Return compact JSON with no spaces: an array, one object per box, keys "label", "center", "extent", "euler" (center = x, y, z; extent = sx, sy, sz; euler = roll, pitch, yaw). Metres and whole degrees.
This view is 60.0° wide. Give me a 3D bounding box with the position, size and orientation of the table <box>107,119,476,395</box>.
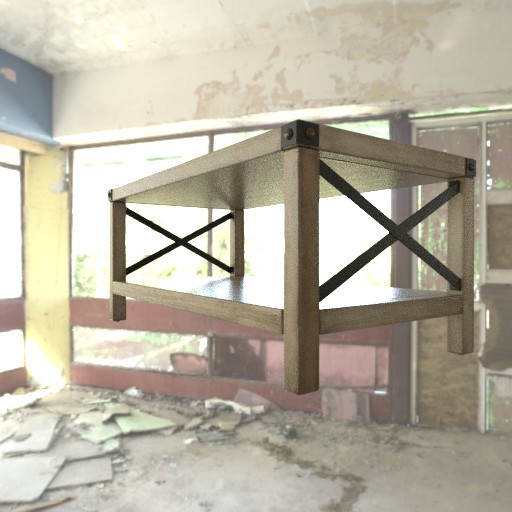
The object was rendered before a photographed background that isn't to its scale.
[{"label":"table","center":[0.000,0.000,1.281],"extent":[0.559,0.456,1.016],"euler":[0,1,-35]}]
